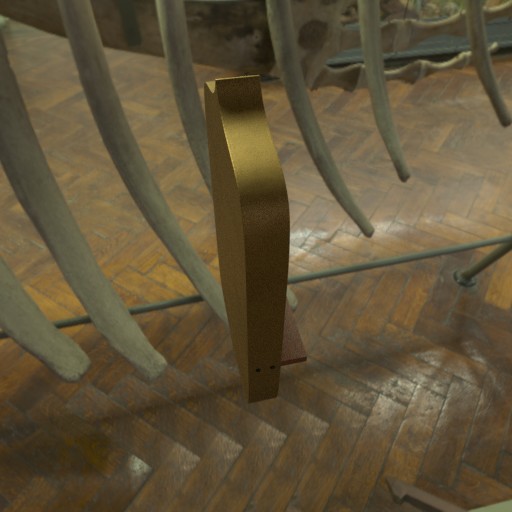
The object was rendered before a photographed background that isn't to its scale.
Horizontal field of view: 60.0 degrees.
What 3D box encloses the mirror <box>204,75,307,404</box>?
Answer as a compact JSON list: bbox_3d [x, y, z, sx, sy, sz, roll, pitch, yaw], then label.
[{"bbox_3d":[0.000,0.000,0.740,0.096,0.613,0.323,-9,47,-9],"label":"mirror"}]
